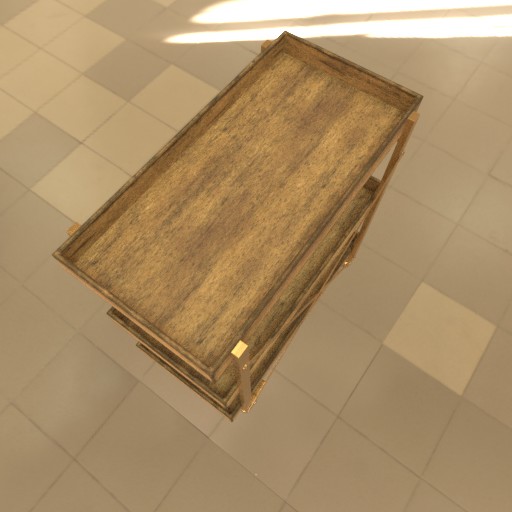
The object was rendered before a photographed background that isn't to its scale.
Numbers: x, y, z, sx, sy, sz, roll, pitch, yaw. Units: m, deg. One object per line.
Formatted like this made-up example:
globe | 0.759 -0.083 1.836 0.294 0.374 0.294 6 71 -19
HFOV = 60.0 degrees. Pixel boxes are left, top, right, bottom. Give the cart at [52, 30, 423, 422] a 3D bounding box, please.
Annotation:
cart | 0.000 0.000 1.246 0.416 0.799 0.750 33 68 15
